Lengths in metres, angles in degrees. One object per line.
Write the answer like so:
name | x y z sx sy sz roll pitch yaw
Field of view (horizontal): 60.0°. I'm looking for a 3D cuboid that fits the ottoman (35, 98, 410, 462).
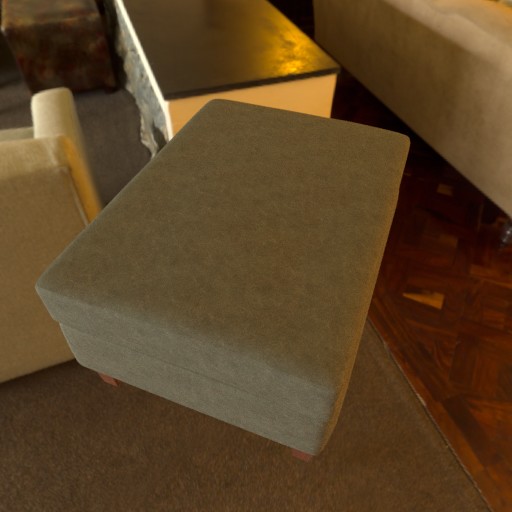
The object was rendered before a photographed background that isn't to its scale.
ottoman | 0.000 0.000 1.199 0.639 0.464 0.839 16 48 15
